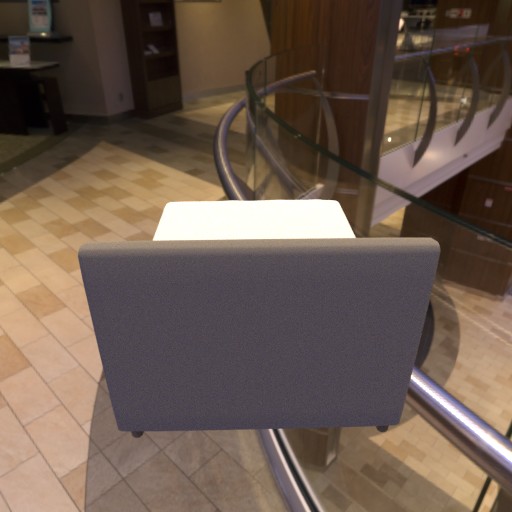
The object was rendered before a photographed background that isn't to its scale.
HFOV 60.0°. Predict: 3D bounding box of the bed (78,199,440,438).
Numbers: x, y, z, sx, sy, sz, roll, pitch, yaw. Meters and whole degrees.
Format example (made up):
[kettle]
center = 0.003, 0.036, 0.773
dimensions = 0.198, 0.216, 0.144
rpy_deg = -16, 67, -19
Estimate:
[bed]
center = 0.000, 0.000, 3.251
dimensions = 1.748, 1.330, 2.142
rpy_deg = -1, 30, -1
